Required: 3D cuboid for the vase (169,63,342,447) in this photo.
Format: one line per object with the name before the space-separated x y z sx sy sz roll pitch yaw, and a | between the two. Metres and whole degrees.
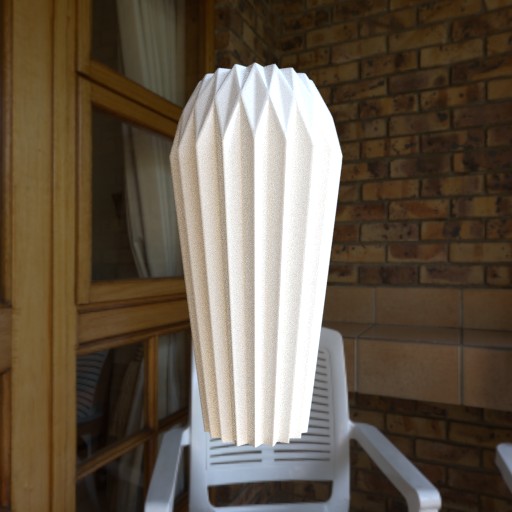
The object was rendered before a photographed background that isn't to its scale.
vase | 0.000 0.000 0.345 0.133 0.263 0.133 0 0 0
